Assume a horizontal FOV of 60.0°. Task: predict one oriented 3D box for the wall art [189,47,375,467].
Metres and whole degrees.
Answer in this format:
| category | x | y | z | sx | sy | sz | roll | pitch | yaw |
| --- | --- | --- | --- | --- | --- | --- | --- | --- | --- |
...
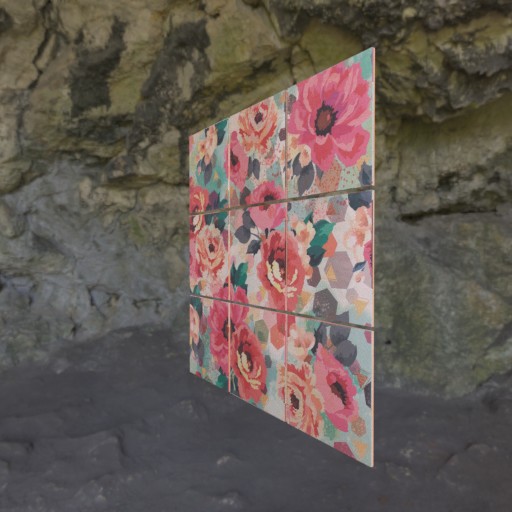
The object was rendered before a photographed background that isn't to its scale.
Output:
| category | x | y | z | sx | sy | sz | roll | pitch | yaw |
| --- | --- | --- | --- | --- | --- | --- | --- | --- | --- |
| wall art | 0.000 | 0.000 | 2.236 | 0.013 | 1.519 | 1.521 | -1 | 1 | -34 |
